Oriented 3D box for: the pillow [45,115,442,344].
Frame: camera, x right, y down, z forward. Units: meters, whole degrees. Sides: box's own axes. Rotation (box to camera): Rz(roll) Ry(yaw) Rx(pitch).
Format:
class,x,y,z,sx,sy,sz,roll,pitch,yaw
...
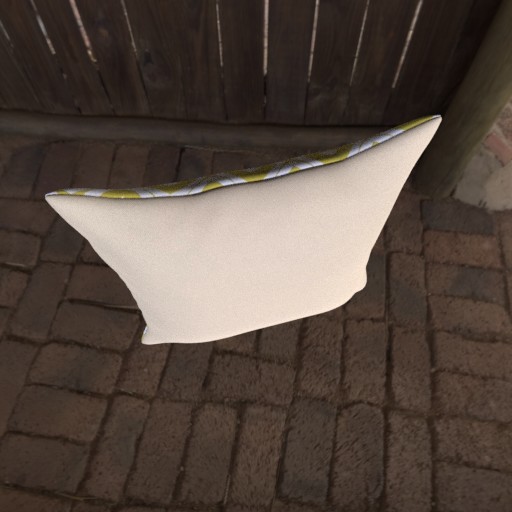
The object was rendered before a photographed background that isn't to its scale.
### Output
class,x,y,z,sx,sy,sz,roll,pitch,yaw
pillow,0.000,0.000,0.754,0.504,0.494,0.188,-13,60,-8
